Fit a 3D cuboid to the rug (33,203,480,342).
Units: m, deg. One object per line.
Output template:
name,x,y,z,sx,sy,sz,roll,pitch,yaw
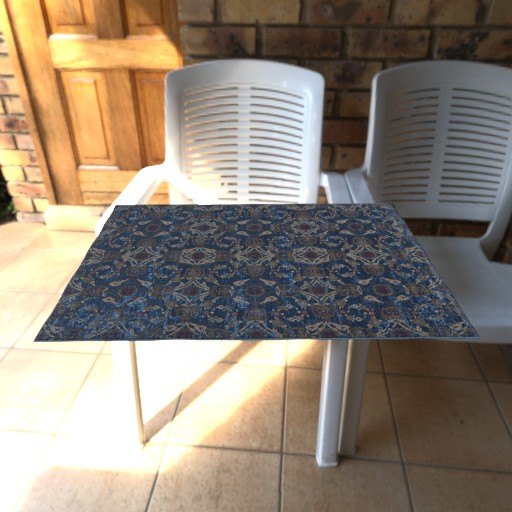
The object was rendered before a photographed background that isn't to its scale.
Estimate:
rug,0.000,0.000,2.850,2.207,0.014,1.567,0,32,-1
